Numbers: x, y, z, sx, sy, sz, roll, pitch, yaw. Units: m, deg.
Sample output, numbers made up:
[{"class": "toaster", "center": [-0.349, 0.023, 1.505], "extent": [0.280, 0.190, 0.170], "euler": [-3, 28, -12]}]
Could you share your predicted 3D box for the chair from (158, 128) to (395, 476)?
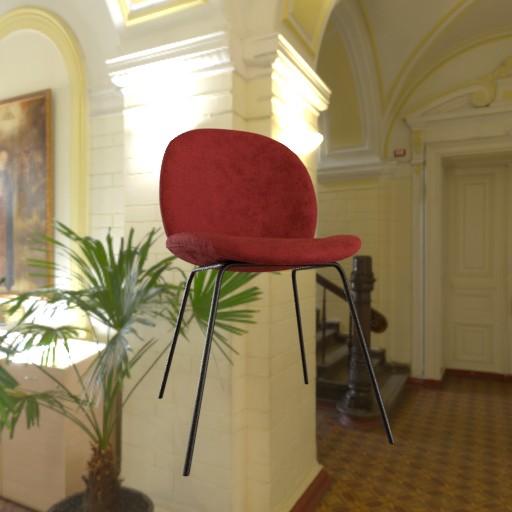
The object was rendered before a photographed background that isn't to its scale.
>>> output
[{"class": "chair", "center": [0.000, 0.000, 1.126], "extent": [0.458, 0.791, 0.587], "euler": [0, 0, -18]}]
